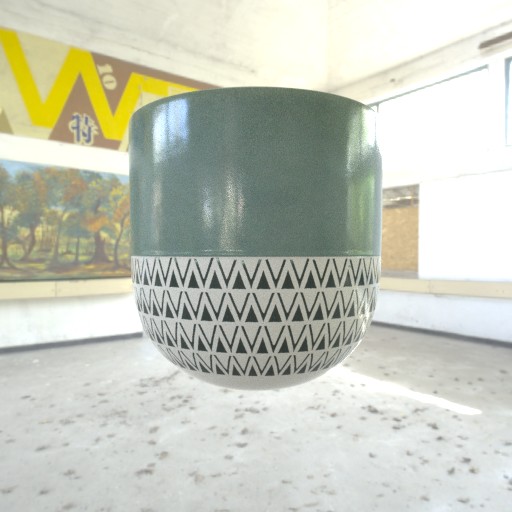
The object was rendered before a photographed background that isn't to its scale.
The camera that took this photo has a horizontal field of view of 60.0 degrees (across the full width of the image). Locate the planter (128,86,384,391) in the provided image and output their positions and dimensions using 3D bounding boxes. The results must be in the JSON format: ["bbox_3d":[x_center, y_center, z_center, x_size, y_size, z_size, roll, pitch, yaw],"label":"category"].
[{"bbox_3d":[0.000,0.000,0.482,0.266,0.270,0.266,0,0,0],"label":"planter"}]
